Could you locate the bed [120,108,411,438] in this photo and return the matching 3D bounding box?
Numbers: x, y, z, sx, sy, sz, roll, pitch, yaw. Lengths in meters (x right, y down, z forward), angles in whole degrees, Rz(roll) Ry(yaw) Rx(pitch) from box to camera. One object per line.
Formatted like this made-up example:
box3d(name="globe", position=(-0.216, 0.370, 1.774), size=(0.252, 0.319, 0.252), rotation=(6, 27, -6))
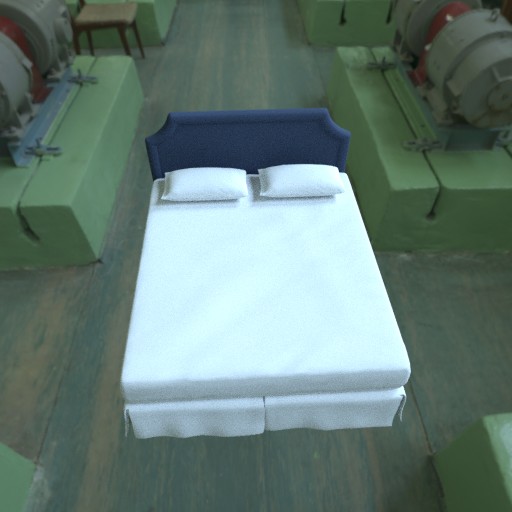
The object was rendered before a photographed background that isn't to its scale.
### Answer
box3d(name="bed", position=(0.000, 0.000, 4.144), size=(2.350, 1.488, 2.773), rotation=(-2, 46, -2))
